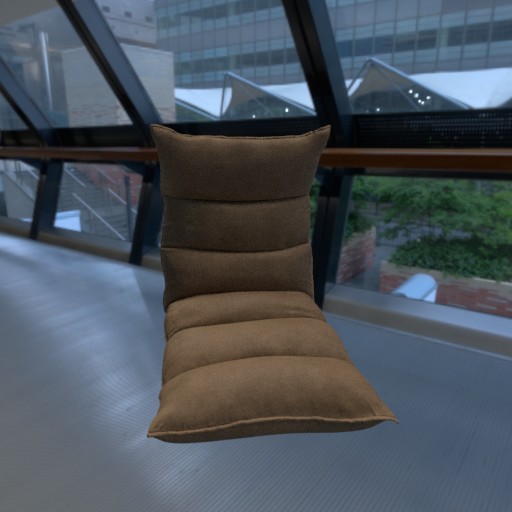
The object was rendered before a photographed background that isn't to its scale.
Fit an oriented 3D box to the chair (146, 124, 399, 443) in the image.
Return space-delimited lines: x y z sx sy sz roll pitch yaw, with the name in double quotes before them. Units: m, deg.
"chair" 0.000 0.000 1.549 0.714 0.892 0.985 -2 16 -8
